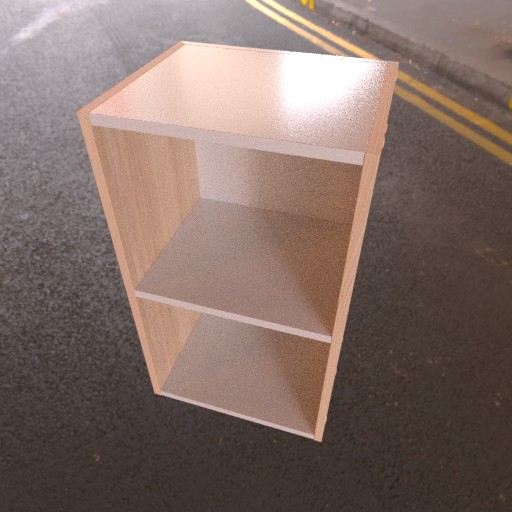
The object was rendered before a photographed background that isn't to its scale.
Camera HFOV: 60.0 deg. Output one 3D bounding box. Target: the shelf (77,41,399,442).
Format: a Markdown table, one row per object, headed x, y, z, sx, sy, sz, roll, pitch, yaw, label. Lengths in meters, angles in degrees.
| x | y | z | sx | sy | sz | roll | pitch | yaw | label |
| --- | --- | --- | --- | --- | --- | --- | --- | --- | --- |
| 0.000 | 0.000 | 0.778 | 0.350 | 0.600 | 0.290 | 12 | 43 | 13 | shelf |
